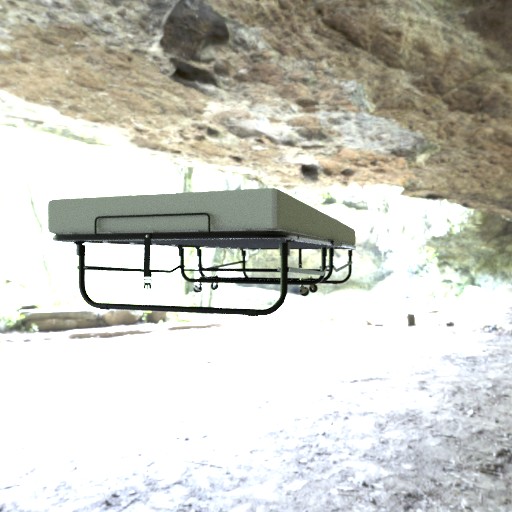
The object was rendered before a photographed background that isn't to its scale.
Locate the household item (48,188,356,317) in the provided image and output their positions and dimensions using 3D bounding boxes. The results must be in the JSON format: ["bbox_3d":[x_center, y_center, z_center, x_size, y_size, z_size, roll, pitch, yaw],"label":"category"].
[{"bbox_3d":[0.000,0.000,2.133,0.787,0.356,1.905,0,0,19],"label":"household item"}]
